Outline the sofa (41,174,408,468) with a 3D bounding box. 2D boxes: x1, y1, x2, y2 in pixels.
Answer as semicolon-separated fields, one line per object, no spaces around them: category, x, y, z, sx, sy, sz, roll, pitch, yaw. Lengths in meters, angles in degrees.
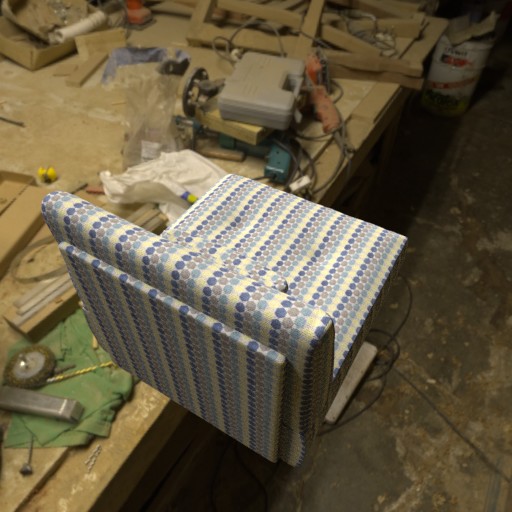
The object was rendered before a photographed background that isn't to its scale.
sofa;0.000;0.000;1.663;0.930;0.830;1.000;24;51;21
